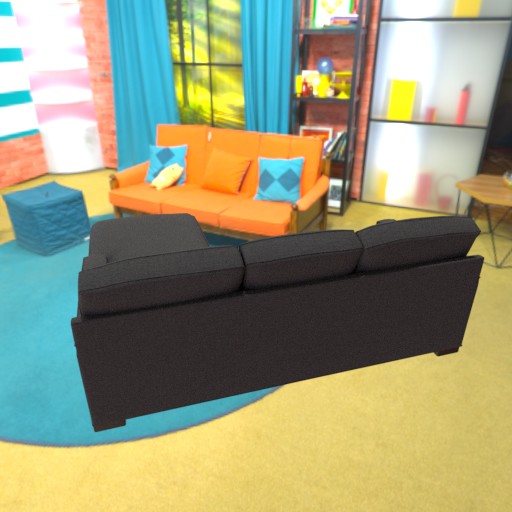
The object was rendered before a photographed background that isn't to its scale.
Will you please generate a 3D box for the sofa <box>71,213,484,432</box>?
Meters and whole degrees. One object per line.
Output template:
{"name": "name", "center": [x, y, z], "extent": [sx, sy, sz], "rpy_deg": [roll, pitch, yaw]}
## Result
{"name": "sofa", "center": [0.000, 0.000, 3.237], "extent": [2.370, 0.973, 1.790], "rpy_deg": [-8, 28, -15]}
